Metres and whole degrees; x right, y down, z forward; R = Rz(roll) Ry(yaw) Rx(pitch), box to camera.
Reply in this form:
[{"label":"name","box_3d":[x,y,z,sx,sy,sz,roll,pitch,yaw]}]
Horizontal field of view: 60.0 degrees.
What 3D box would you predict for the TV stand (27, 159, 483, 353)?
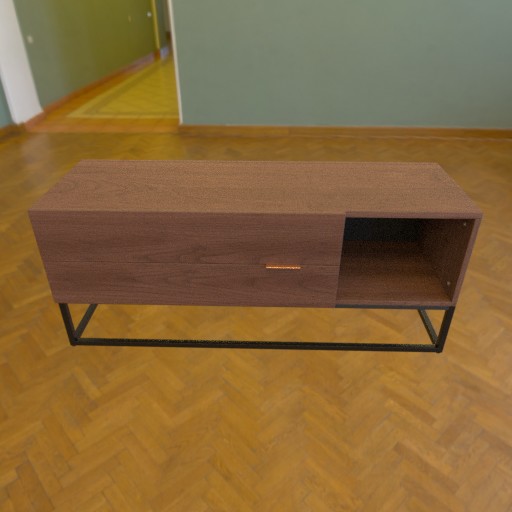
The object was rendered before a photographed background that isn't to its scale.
[{"label":"TV stand","box_3d":[0.000,0.000,1.451,1.200,0.500,0.415,1,32,1]}]
